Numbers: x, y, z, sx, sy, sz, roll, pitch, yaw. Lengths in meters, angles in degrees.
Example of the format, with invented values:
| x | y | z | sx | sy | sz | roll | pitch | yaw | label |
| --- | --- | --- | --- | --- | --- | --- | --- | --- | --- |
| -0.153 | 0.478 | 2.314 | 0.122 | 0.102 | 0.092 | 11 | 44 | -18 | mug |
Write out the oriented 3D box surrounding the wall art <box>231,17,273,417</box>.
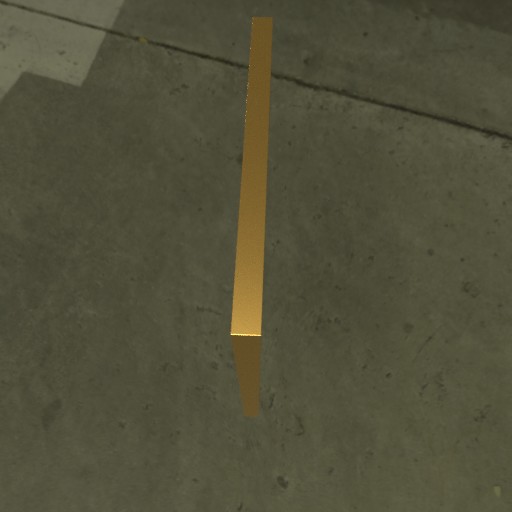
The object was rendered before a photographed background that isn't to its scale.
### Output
| x | y | z | sx | sy | sz | roll | pitch | yaw | label |
| --- | --- | --- | --- | --- | --- | --- | --- | --- | --- |
| 0.000 | 0.000 | 1.026 | 0.038 | 0.762 | 0.610 | 2 | 63 | 1 | wall art |
